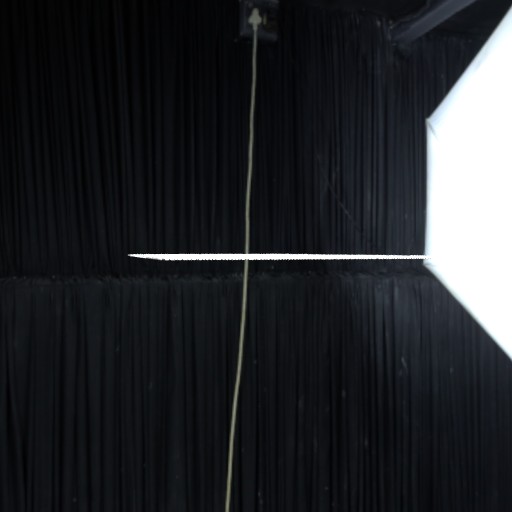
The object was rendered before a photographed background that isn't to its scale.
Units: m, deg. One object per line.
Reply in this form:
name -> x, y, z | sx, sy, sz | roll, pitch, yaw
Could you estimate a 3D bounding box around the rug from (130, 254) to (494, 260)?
rug -> 0.000, 0.000, 2.964 | 1.529, 0.010, 2.440 | 0, 1, -19
